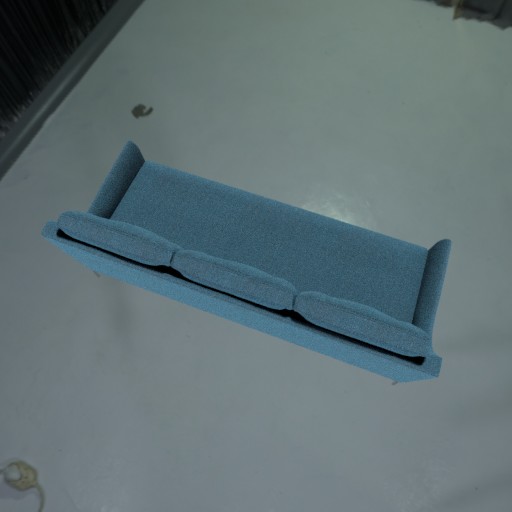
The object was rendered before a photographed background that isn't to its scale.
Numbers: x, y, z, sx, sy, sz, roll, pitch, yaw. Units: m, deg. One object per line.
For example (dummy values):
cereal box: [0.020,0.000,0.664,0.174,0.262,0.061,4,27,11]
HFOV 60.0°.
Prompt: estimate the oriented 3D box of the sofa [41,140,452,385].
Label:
sofa: [0.000,0.000,2.562,2.060,0.837,0.849,19,65,9]
